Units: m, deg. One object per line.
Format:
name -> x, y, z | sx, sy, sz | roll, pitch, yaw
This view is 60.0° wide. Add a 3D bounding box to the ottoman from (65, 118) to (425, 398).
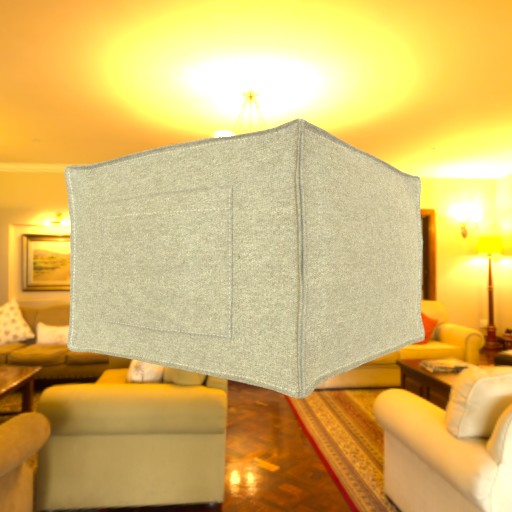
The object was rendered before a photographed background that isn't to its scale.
ottoman -> 0.000, 0.000, 1.158 | 0.707, 0.470, 0.696 | -1, -1, 36
